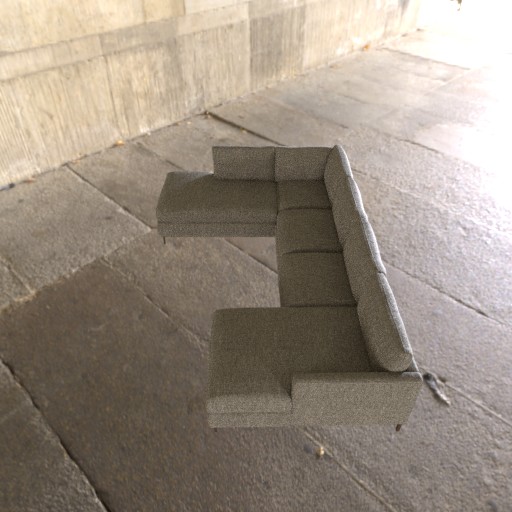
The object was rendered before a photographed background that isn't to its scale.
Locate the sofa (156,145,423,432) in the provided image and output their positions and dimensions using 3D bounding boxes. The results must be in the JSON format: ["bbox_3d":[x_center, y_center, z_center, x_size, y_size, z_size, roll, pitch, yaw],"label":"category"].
[{"bbox_3d":[0.000,0.000,3.630,1.879,0.756,2.737,0,40,0],"label":"sofa"}]
